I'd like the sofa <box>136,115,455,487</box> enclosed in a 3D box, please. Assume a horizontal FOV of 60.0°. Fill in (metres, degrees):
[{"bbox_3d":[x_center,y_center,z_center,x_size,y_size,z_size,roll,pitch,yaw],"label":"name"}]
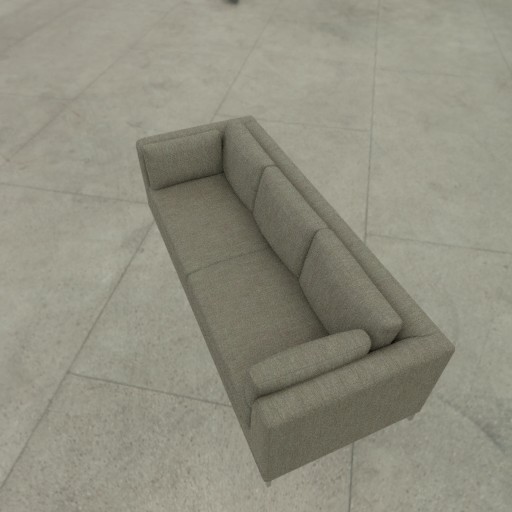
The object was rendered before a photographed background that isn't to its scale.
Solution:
[{"bbox_3d":[0.000,0.000,2.901,0.969,0.867,2.415,-17,48,-16],"label":"sofa"}]
